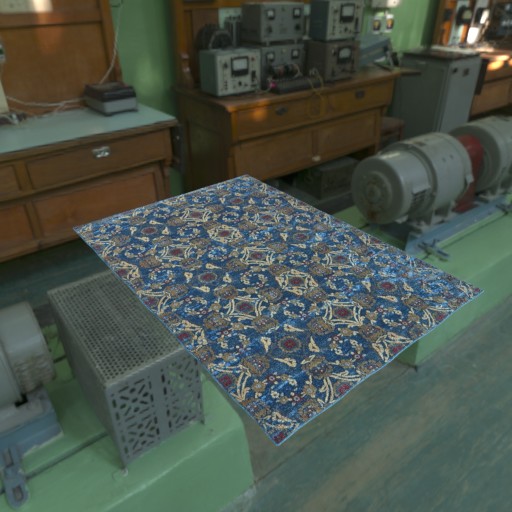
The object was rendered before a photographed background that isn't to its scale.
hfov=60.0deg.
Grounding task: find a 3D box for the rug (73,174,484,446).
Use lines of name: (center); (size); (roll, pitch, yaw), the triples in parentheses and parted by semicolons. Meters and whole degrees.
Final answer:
rug: (0.000, 0.000, 4.232); (2.337, 0.013, 3.291); (-24, 40, -32)
